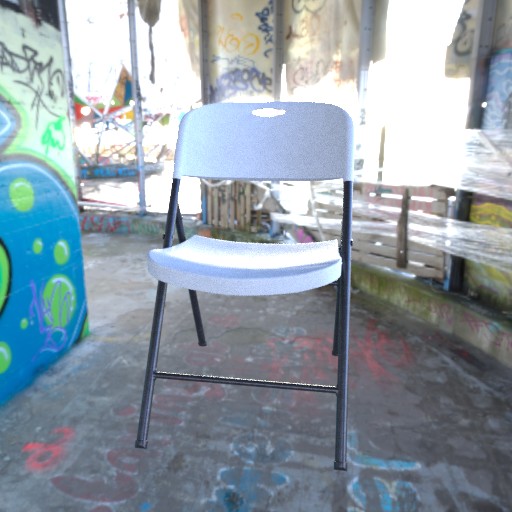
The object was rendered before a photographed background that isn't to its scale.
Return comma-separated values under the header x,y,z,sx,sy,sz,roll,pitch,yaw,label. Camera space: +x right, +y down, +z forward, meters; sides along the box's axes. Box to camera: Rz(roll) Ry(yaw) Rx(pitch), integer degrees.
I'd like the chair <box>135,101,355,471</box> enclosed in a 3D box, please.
x,y,z,sx,sy,sz,roll,pitch,yaw,label
0.000,0.000,1.166,0.494,0.810,0.566,2,15,9,chair
